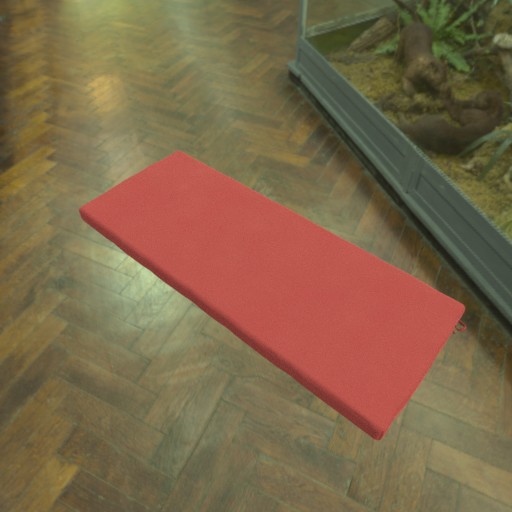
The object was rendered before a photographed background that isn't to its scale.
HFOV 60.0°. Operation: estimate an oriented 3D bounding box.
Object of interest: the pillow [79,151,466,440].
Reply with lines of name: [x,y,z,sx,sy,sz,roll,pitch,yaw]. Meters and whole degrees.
pillow: [0.000,0.000,1.356,1.187,0.081,0.492,32,55,26]
